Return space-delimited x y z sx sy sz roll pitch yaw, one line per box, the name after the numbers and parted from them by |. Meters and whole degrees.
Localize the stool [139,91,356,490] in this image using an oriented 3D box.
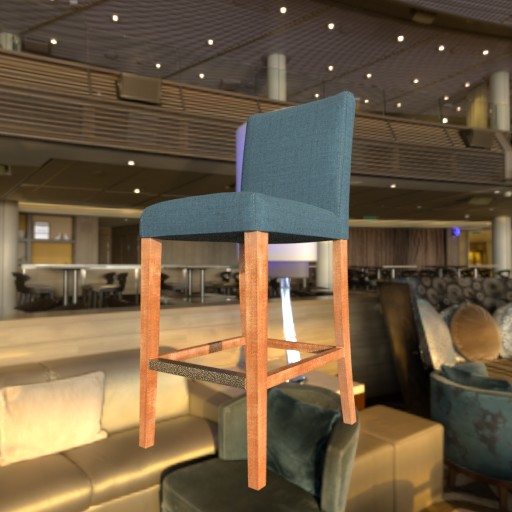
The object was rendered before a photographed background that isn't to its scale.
0.000 0.000 1.366 0.454 1.088 0.574 -1 -2 37 | stool
